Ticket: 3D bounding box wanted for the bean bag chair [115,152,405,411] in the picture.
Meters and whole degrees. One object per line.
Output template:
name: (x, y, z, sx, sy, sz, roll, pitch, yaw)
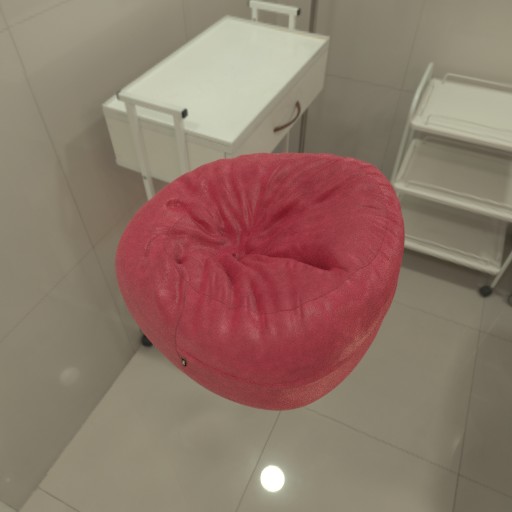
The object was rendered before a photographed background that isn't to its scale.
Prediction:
bean bag chair: (0.000, 0.000, 2.474, 1.524, 0.878, 1.524, 19, 50, 17)
